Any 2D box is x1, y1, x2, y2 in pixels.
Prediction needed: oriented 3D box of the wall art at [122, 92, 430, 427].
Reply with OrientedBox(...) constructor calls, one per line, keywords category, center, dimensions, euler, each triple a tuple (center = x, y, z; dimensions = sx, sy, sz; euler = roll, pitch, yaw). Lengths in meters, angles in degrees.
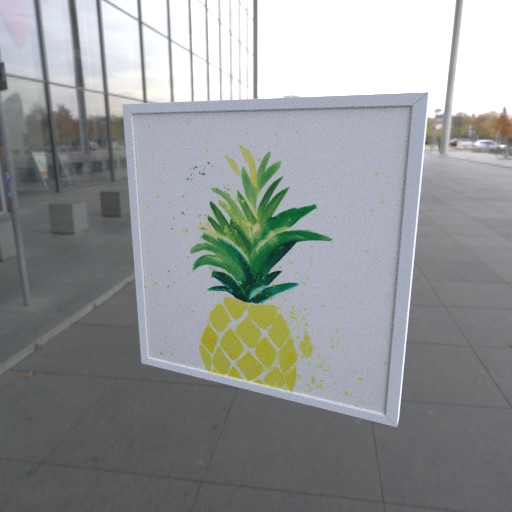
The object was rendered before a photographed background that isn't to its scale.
OrientedBox(category="wall art", center=(0.000, 0.000, 1.140), dimensions=(0.763, 0.761, 0.038), euler=(7, 16, 24))
